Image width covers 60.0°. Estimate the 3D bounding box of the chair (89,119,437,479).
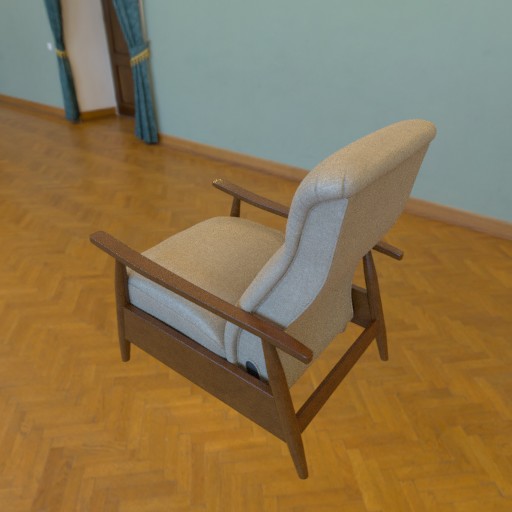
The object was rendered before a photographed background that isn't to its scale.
[{"bbox_3d":[0.000,0.000,1.723,1.030,1.082,0.762,21,37,31],"label":"chair"}]
